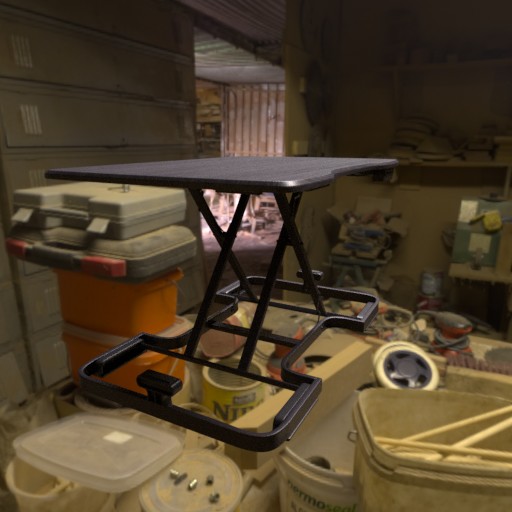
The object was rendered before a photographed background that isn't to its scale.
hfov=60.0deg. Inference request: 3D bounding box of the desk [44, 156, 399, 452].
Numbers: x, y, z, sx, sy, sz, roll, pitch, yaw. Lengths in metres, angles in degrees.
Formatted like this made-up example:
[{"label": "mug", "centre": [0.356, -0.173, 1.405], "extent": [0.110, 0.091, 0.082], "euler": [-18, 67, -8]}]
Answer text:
[{"label": "desk", "centre": [0.000, 0.000, 1.146], "extent": [0.546, 0.470, 0.820], "euler": [8, 17, 27]}]
